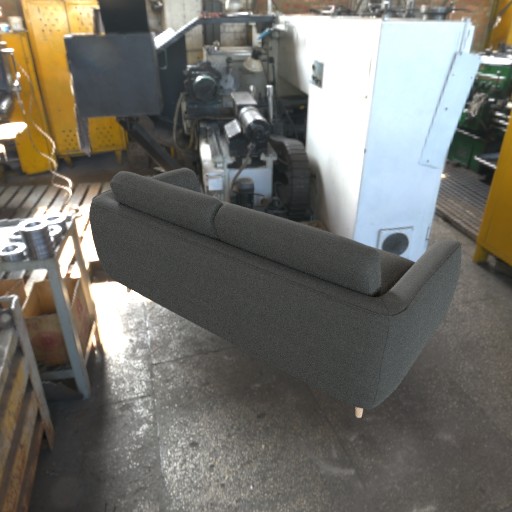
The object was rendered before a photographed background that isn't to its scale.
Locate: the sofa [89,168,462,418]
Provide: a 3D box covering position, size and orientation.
[{"bbox_3d":[0.000,0.000,2.521,2.000,0.850,0.920,21,35,33],"label":"sofa"}]
